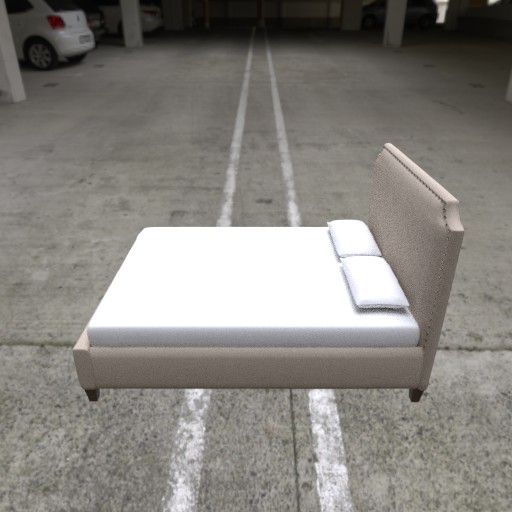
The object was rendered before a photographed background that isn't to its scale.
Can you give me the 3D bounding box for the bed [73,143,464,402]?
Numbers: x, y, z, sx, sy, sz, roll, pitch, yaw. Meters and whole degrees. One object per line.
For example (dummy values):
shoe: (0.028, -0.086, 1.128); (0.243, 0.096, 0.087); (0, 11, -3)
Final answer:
bed: (0.000, 0.000, 3.467); (2.372, 1.443, 1.713); (0, 27, 0)
